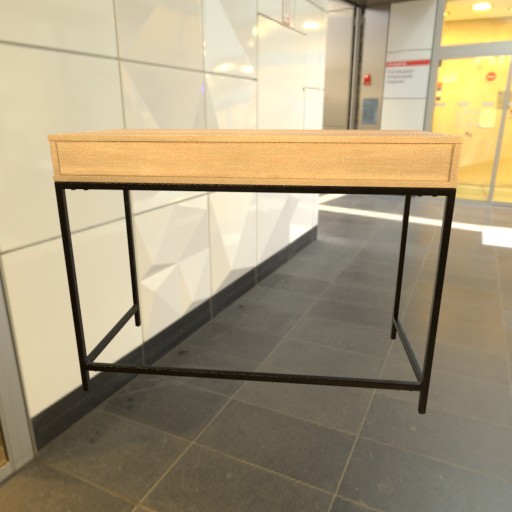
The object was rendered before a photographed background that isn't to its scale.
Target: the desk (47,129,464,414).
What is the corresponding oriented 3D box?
[{"bbox_3d":[0.000,0.000,1.413,1.016,0.762,0.470,2,18,6],"label":"desk"}]
